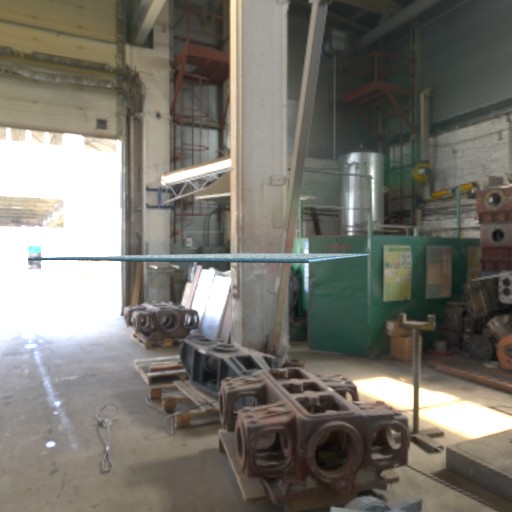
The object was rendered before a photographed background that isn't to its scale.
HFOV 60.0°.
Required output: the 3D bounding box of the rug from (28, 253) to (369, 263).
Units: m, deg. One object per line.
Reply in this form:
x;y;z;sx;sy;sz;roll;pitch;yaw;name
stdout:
0.000;0.000;1.413;0.604;0.007;1.219;0;1;19;rug
